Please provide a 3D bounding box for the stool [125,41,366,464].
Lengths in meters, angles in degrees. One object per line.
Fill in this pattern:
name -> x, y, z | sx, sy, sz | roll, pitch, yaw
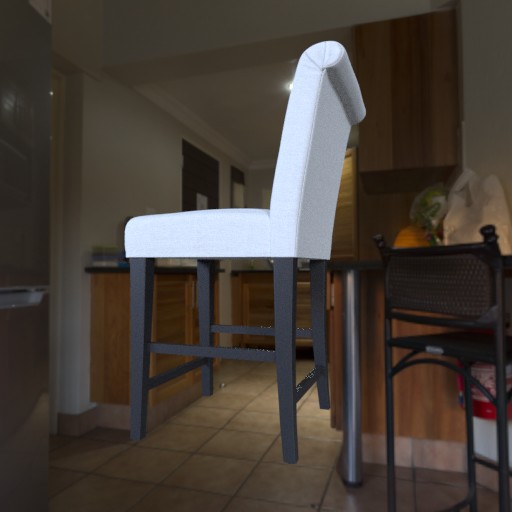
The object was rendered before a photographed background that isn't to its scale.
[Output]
stool -> 0.000, 0.000, 1.299 | 0.597, 0.976, 0.452 | 0, -1, 20
